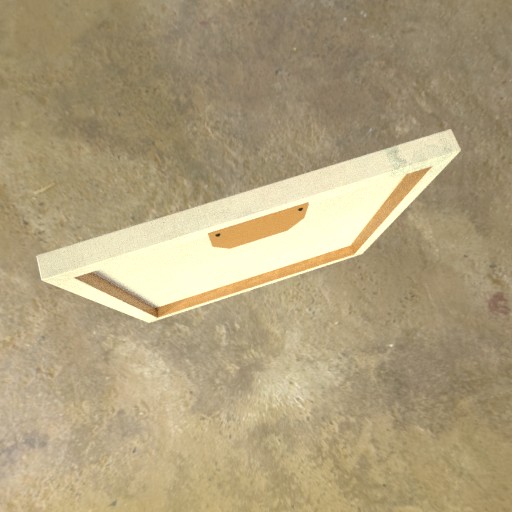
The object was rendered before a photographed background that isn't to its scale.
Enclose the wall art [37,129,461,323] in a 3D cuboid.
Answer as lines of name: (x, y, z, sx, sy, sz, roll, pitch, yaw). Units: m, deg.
wall art: (0.000, 0.000, 0.903, 0.605, 0.605, 0.044, -18, 77, -4)
